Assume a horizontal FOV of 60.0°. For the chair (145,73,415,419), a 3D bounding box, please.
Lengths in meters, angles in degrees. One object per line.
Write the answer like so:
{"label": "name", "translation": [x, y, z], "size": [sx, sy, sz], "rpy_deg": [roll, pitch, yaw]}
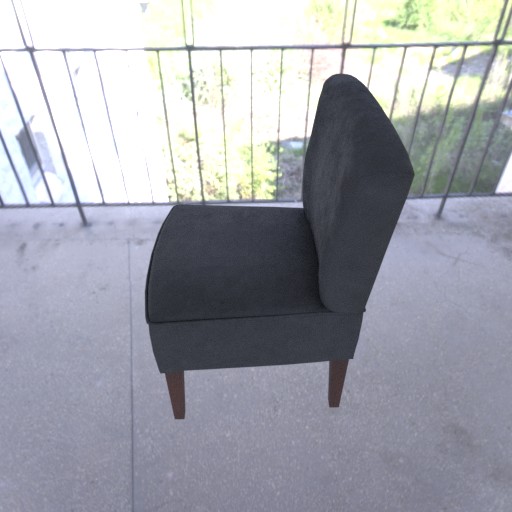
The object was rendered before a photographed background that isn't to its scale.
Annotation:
{"label": "chair", "translation": [0.000, 0.000, 1.184], "size": [0.554, 0.806, 0.521], "rpy_deg": [-1, 39, -1]}
